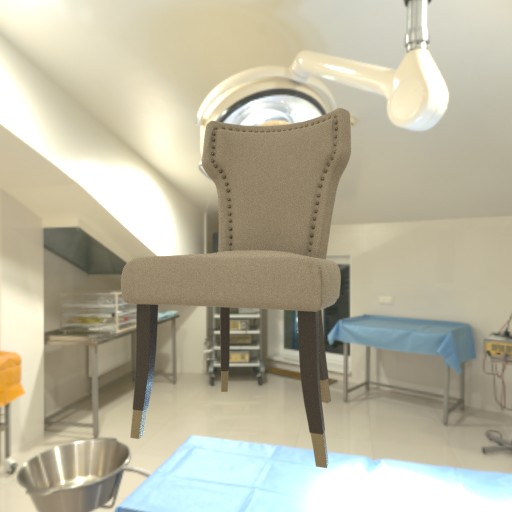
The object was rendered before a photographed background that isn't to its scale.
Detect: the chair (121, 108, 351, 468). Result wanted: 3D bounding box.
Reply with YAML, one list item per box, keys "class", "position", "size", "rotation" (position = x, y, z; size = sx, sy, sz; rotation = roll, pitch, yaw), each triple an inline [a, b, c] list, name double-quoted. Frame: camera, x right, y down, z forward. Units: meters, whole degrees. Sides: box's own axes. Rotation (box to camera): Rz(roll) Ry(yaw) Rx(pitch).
- class: "chair"
  position: [0.000, 0.000, 1.326]
  size: [0.526, 0.955, 0.630]
  rotation: [0, 0, 19]
